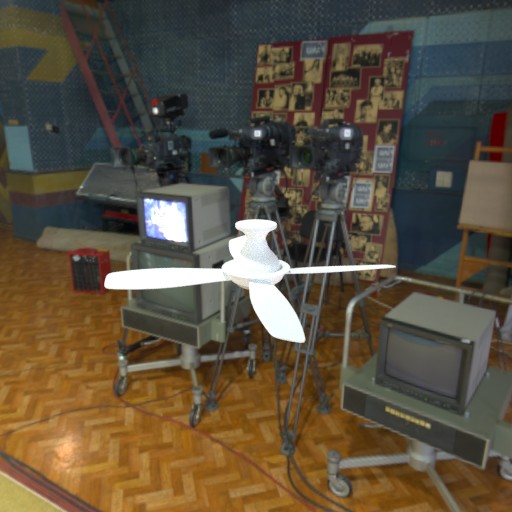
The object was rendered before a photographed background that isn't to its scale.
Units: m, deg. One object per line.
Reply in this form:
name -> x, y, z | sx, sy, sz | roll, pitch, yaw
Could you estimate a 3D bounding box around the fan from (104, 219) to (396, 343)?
fan -> 0.000, 0.000, 2.556 | 1.693, 0.382, 1.694 | -3, 17, -9
